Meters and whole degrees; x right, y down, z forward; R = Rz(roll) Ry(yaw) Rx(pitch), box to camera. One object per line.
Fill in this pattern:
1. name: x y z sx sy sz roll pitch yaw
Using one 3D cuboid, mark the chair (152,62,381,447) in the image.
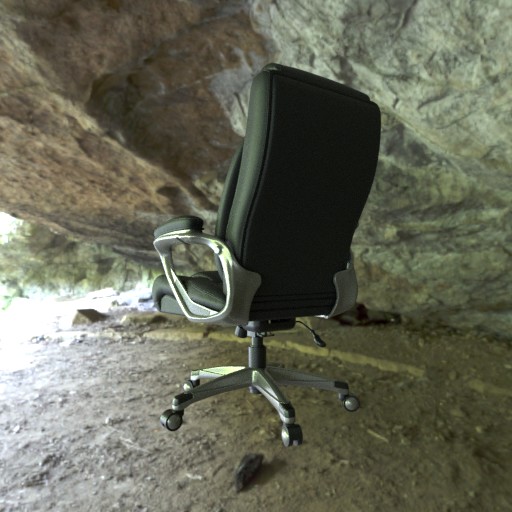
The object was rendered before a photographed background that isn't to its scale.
1. chair: 0.000 0.000 1.684 0.741 1.167 0.784 1 -2 -35
